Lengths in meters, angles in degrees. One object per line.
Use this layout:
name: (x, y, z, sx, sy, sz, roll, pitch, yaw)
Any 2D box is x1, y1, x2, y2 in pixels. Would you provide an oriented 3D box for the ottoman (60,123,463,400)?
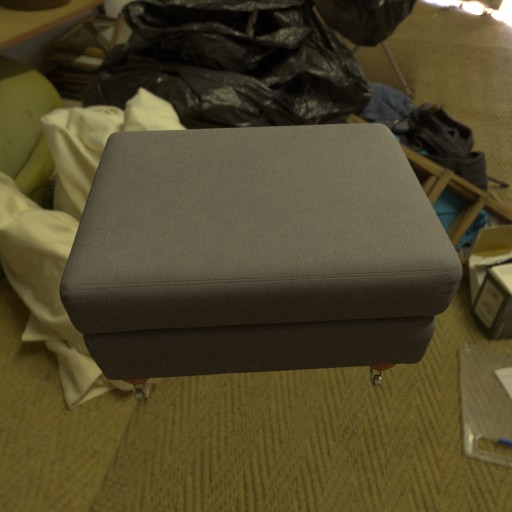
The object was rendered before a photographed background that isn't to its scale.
ottoman: (0.000, 0.000, 1.134, 0.773, 0.497, 0.574, -3, 46, -2)
